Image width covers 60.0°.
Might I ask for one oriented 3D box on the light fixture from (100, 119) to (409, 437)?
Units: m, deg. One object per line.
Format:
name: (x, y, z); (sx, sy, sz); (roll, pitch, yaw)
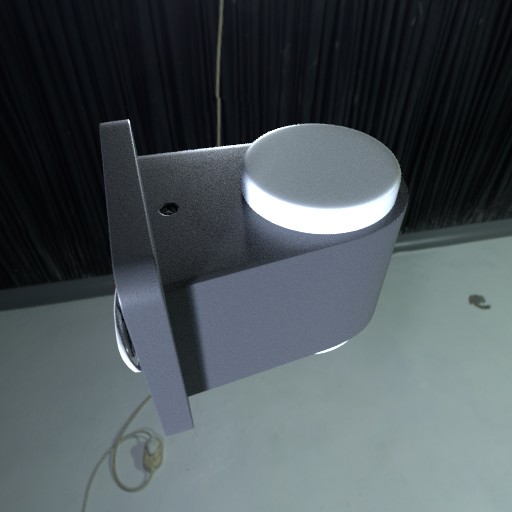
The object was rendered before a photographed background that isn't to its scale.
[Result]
light fixture: (0.000, 0.000, 0.212); (0.132, 0.109, 0.109); (-12, 47, -11)
